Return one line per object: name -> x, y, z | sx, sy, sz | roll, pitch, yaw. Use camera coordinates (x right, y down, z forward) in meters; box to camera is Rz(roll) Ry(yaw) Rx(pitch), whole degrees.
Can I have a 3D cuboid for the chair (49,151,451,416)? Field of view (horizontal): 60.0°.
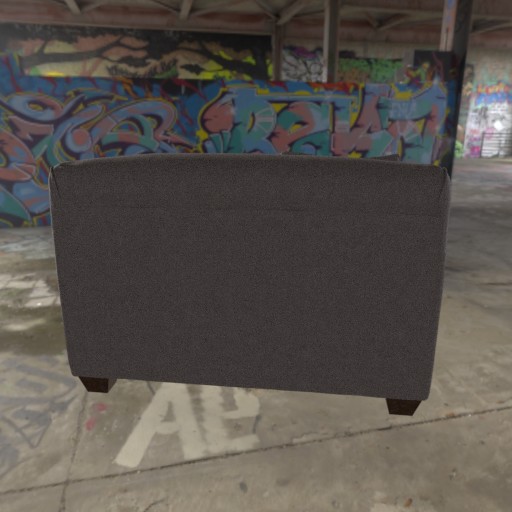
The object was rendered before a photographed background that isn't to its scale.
chair -> 0.000, 0.000, 2.017 | 1.395, 0.953, 0.992 | 2, 16, 7
